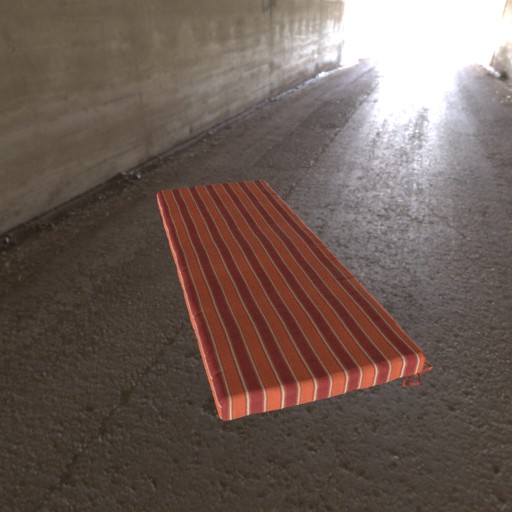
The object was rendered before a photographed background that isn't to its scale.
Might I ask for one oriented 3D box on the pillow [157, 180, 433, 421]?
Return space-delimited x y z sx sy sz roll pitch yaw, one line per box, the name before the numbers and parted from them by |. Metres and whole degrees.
pillow | 0.000 0.000 1.374 0.492 0.081 1.187 -8 31 -15
